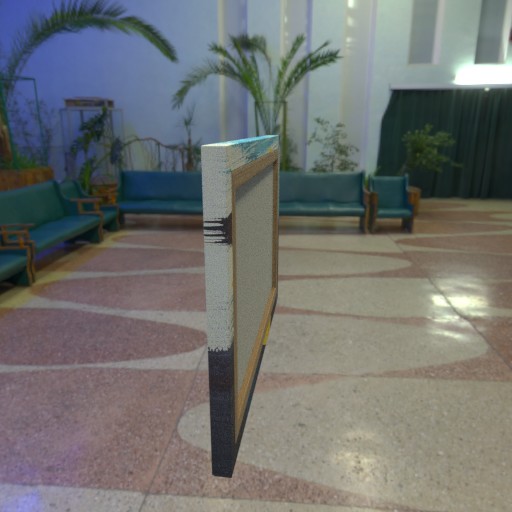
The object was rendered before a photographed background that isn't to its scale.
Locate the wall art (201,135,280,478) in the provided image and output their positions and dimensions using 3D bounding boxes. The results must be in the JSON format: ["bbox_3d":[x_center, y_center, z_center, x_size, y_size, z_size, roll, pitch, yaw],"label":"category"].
[{"bbox_3d":[0.000,0.000,1.188,0.039,0.610,0.914,2,16,8],"label":"wall art"}]
